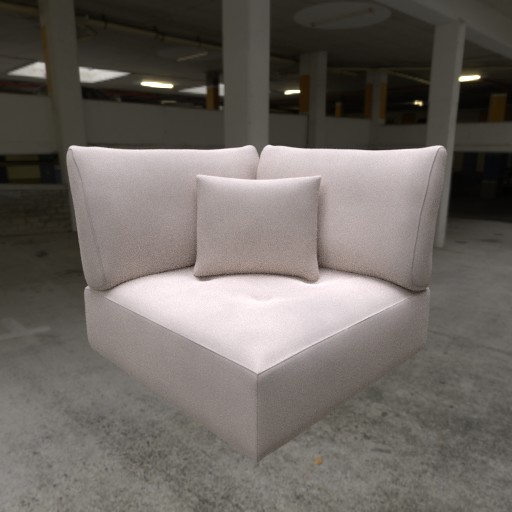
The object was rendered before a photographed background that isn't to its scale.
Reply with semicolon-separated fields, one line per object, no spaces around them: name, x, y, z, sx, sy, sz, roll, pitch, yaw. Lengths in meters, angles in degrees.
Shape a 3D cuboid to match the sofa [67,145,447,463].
sofa;0.000;0.000;1.681;1.000;0.820;1.000;-13;19;-43
